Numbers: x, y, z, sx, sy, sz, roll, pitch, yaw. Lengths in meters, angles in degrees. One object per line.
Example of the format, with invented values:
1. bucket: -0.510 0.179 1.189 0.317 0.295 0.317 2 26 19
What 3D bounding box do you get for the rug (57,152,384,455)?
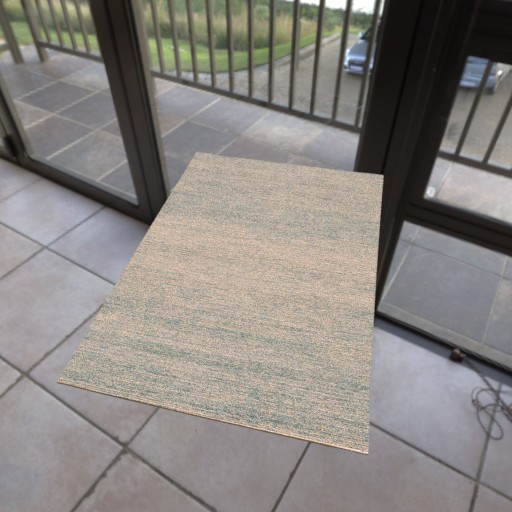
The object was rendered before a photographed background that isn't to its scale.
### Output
1. rug: 0.000 0.000 2.974 1.613 0.030 2.306 10 46 9
